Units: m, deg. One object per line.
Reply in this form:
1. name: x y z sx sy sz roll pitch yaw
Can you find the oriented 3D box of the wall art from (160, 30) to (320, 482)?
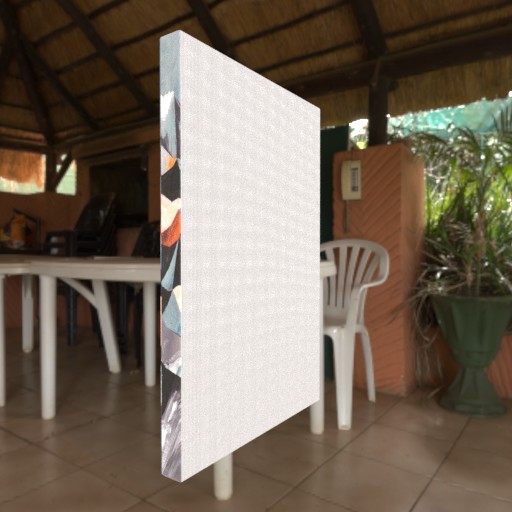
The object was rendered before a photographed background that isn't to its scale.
1. wall art: 0.000 0.000 1.153 0.061 0.911 0.609 1 1 35
